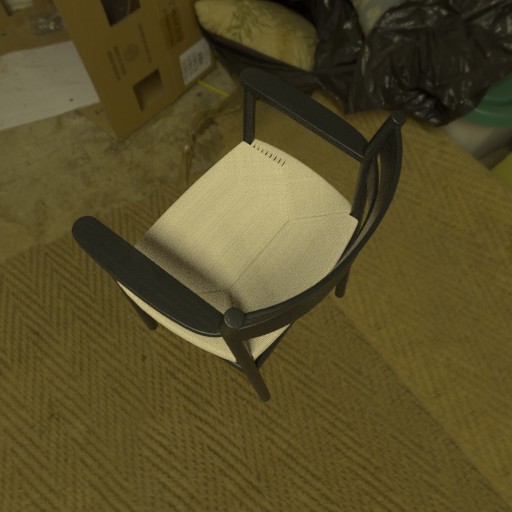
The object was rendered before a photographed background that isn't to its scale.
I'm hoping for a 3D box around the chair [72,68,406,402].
[{"bbox_3d":[0.000,0.000,1.180,0.508,0.775,0.630,34,67,16],"label":"chair"}]
